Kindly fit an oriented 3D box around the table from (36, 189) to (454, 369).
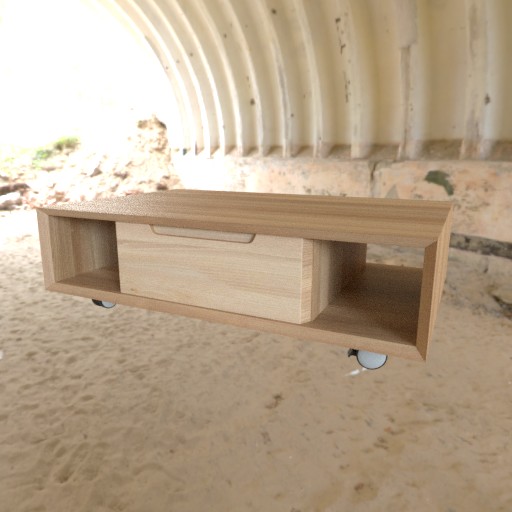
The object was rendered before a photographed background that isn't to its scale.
[{"bbox_3d":[0.000,0.000,1.416,1.100,0.330,0.700,6,15,25],"label":"table"}]
